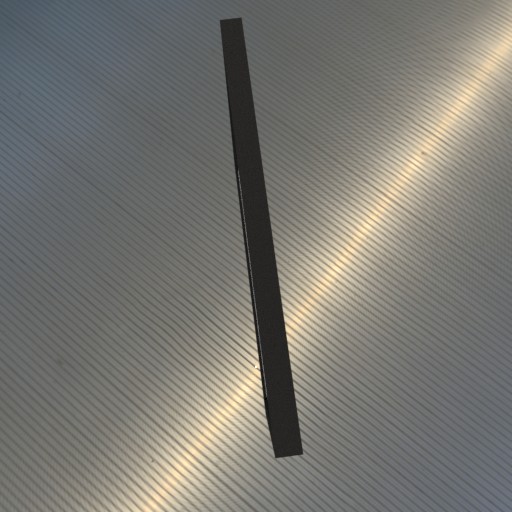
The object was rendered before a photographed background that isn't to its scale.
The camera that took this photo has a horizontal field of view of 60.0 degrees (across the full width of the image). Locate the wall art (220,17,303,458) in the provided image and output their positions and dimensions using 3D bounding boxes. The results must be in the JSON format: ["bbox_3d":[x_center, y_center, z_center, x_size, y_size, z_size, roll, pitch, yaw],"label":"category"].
[{"bbox_3d":[0.000,0.000,0.760,0.031,0.457,0.558,-7,76,-2],"label":"wall art"}]
